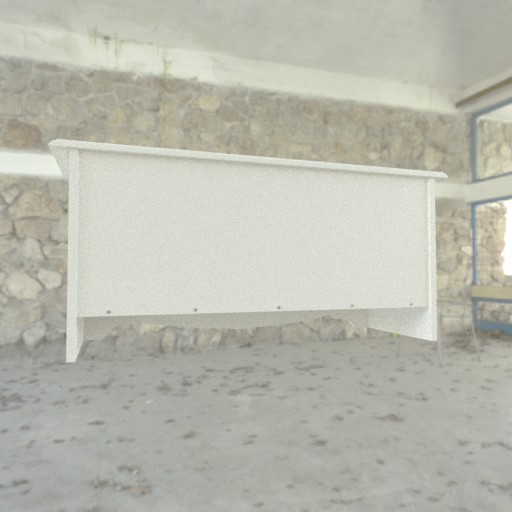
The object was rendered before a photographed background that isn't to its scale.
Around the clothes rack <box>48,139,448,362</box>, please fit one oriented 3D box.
[{"bbox_3d":[0.000,0.000,1.472,1.218,0.558,0.405,1,-2,-18],"label":"clothes rack"}]
